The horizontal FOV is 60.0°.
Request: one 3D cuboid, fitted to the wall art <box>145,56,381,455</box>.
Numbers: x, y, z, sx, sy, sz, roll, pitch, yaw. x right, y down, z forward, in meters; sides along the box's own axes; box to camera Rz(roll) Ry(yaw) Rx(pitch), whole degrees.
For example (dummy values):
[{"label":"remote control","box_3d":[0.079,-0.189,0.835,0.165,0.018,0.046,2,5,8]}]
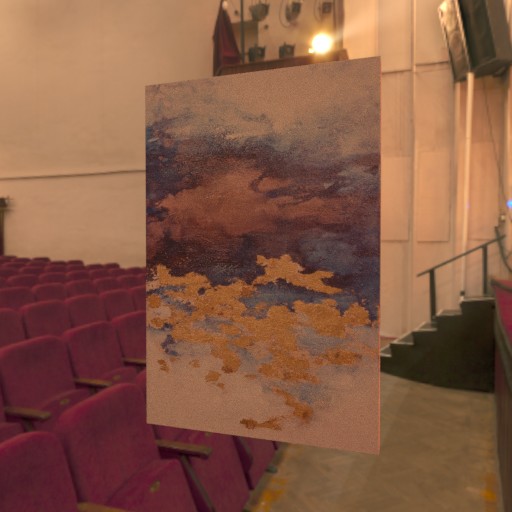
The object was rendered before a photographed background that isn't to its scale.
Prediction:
[{"label":"wall art","box_3d":[0.000,0.000,1.080,0.583,0.874,0.048,0,1,18]}]
